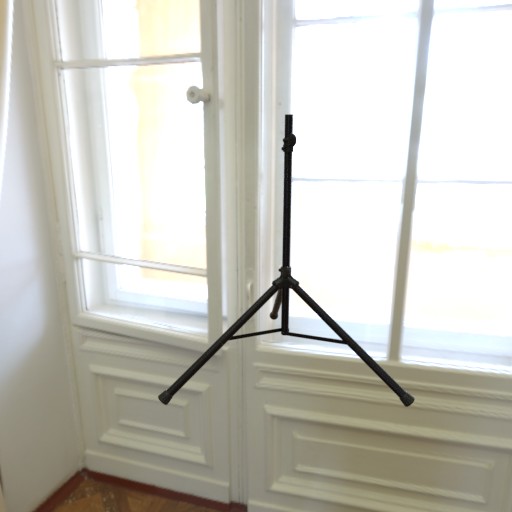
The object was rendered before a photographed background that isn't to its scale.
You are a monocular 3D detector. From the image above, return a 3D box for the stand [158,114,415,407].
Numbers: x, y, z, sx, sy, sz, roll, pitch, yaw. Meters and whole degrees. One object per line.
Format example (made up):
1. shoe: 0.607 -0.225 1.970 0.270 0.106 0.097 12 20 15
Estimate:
1. stand: 0.000 0.000 1.860 0.907 1.136 1.045 -9 18 -28
